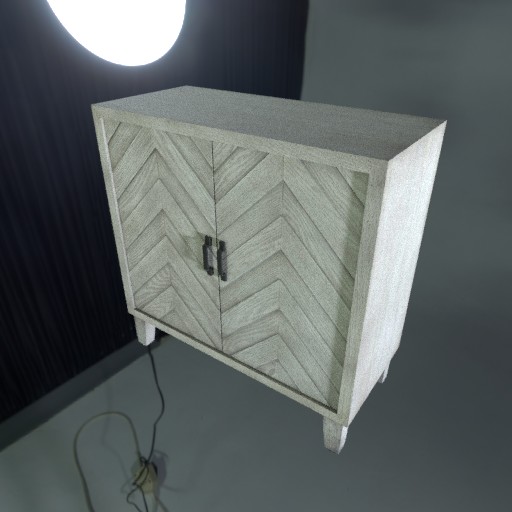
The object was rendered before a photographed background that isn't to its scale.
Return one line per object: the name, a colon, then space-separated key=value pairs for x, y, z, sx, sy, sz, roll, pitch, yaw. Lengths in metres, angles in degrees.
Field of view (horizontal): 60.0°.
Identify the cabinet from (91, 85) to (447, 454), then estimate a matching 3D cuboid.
cabinet: x=0.000 y=0.000 z=1.246 sx=0.781 sy=0.787 sz=0.370 roll=20 pitch=35 yaw=30
